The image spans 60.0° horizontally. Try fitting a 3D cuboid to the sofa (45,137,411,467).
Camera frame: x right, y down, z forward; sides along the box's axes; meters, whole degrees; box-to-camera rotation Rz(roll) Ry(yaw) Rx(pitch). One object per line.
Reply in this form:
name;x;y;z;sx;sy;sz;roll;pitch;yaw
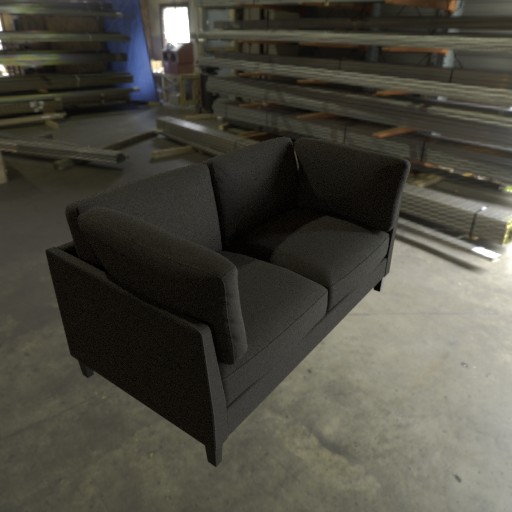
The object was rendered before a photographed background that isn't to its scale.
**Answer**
sofa;0.000;0.000;2.325;0.969;0.920;1.751;19;33;32
